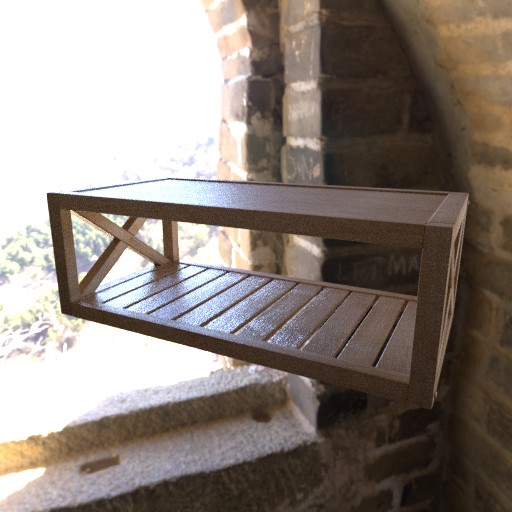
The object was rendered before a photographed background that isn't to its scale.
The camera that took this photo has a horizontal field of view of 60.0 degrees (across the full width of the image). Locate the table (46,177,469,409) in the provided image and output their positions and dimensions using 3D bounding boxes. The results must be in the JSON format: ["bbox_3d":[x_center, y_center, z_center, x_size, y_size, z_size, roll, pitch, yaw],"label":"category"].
[{"bbox_3d":[0.000,0.000,1.596,1.321,0.457,0.660,8,17,26],"label":"table"}]
